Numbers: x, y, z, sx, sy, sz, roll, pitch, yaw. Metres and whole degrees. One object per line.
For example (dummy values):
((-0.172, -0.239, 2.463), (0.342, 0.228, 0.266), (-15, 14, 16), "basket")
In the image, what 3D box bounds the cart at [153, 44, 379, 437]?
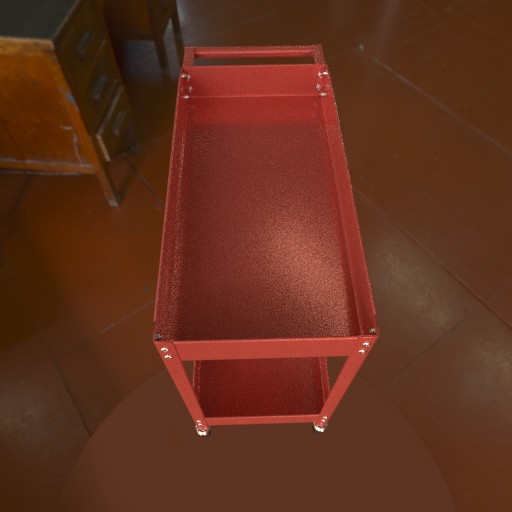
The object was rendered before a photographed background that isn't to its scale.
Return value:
((0.000, 0.000, 1.159), (0.366, 0.719, 0.779), (-1, 57, -1), "cart")
